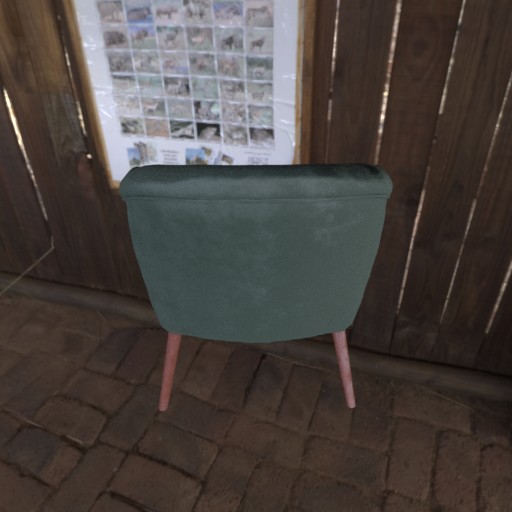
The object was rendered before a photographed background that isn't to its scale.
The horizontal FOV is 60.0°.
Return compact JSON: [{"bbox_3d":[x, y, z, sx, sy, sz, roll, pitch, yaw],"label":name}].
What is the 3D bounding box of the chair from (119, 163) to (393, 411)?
[{"bbox_3d":[0.000,0.000,1.488,0.851,0.885,0.776,-1,32,-1],"label":"chair"}]
